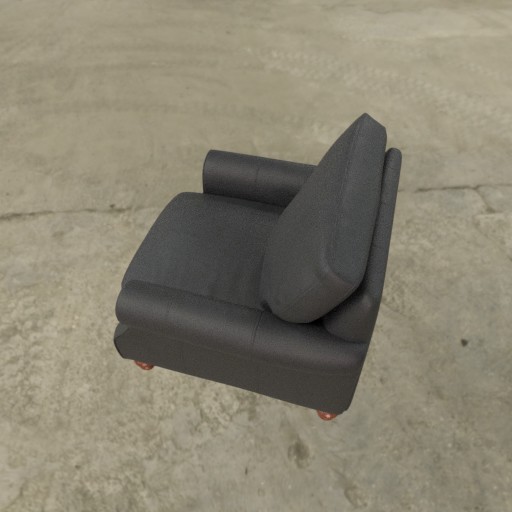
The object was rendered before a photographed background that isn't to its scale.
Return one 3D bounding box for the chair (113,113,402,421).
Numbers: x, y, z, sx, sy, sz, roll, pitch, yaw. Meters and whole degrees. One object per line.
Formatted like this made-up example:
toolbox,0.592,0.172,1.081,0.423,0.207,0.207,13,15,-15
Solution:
chair,0.000,0.000,1.789,1.027,0.960,1.015,16,50,14
